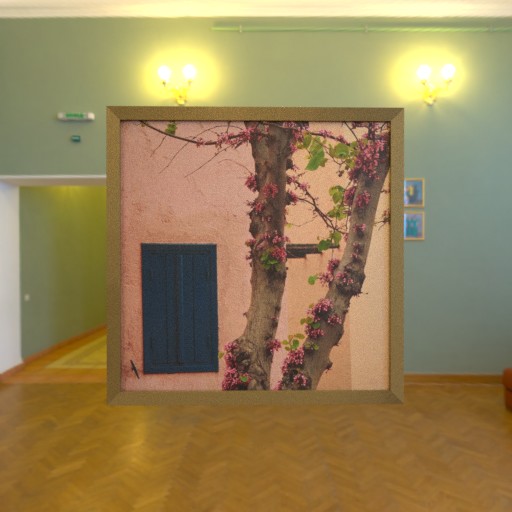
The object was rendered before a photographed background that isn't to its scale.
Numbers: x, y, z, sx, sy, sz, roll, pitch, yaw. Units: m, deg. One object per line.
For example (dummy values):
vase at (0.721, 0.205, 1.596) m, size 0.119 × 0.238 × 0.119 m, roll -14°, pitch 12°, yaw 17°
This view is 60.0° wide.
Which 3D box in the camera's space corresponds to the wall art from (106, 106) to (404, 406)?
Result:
wall art at (0.000, 0.000, 0.775) m, size 0.507 × 0.508 × 0.038 m, roll 0°, pitch 0°, yaw -1°
